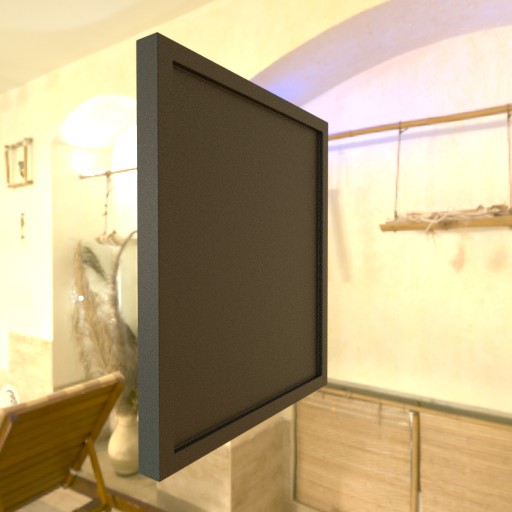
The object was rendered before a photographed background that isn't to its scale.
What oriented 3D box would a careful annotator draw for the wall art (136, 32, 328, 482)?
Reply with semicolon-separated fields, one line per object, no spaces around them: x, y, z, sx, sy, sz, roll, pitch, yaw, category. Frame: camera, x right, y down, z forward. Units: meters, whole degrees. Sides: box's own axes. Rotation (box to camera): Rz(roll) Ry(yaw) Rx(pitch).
0.000;0.000;0.516;0.028;0.381;0.328;1;1;35;wall art
